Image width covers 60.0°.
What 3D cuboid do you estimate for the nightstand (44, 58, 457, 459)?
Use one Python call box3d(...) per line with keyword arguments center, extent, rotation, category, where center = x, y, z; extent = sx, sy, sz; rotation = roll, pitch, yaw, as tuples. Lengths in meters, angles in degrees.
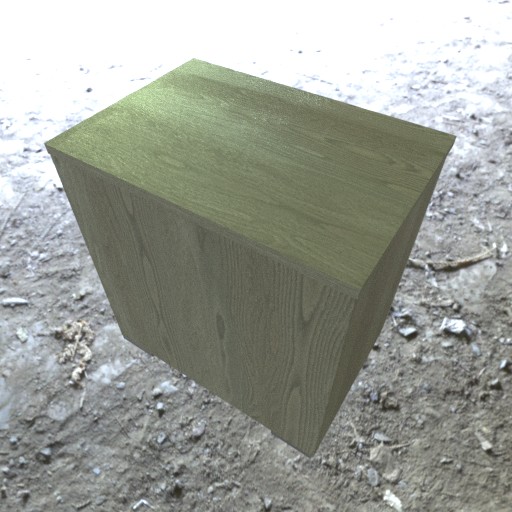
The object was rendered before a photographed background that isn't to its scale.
box3d(center=(0.000, 0.000, 0.751), extent=(0.442, 0.461, 0.325), rotation=(26, 52, 22), category="nightstand")
